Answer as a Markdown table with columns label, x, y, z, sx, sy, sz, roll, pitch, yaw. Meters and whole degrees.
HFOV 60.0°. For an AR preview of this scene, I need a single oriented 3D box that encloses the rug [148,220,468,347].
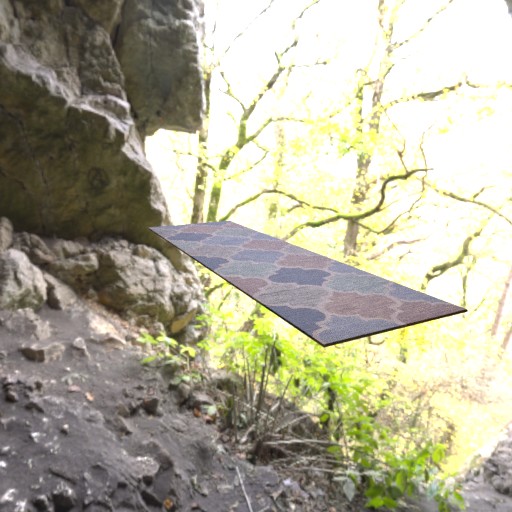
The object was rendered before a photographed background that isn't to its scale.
| label | x | y | z | sx | sy | sz | roll | pitch | yaw |
| --- | --- | --- | --- | --- | --- | --- | --- | --- | --- |
| rug | 0.000 | 0.000 | 2.559 | 0.687 | 0.011 | 2.287 | -7 | 16 | -26 |
